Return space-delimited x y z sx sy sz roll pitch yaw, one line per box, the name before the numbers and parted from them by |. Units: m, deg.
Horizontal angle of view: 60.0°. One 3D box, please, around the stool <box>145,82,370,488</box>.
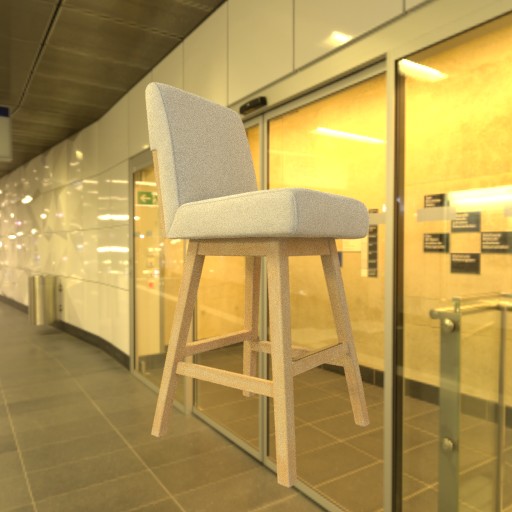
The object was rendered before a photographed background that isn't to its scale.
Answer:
stool | 0.000 0.000 1.294 0.543 1.015 0.446 1 1 37
